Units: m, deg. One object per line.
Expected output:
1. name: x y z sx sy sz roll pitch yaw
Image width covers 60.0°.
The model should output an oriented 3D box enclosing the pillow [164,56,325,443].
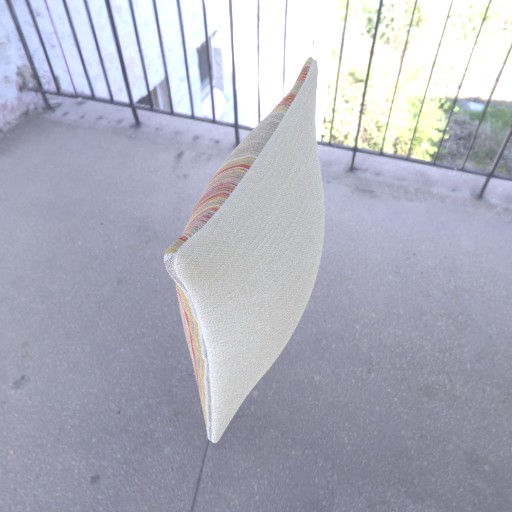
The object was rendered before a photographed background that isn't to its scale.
1. pillow: 0.000 0.000 0.691 0.191 0.449 0.451 16 48 15
